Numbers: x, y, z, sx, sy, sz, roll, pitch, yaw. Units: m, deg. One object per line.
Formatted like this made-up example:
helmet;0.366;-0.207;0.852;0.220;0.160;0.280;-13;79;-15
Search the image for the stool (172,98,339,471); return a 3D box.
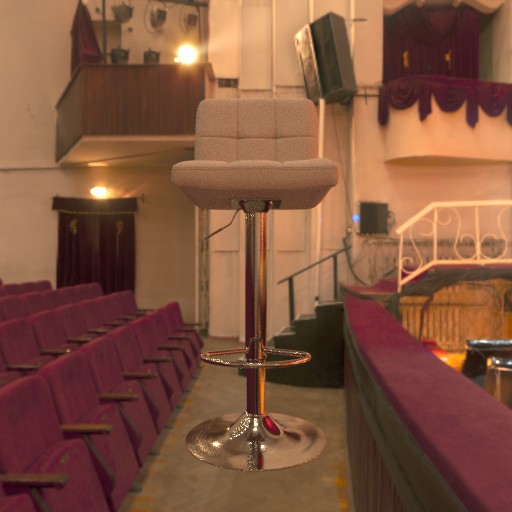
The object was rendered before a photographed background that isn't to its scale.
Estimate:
stool;0.000;0.000;1.348;0.430;1.115;0.505;0;0;1
